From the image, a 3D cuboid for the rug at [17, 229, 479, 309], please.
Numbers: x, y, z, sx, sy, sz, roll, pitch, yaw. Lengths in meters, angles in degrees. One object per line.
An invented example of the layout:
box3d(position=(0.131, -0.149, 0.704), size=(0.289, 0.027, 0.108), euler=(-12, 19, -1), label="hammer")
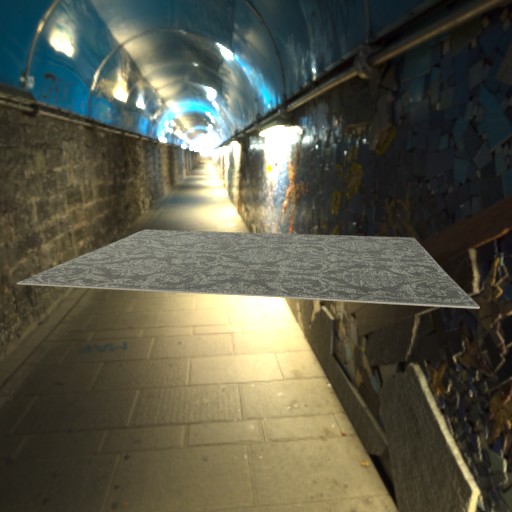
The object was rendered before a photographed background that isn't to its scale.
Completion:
box3d(position=(0.000, 0.000, 2.830), size=(2.206, 0.014, 1.578), euler=(2, 13, 9), label="rug")
